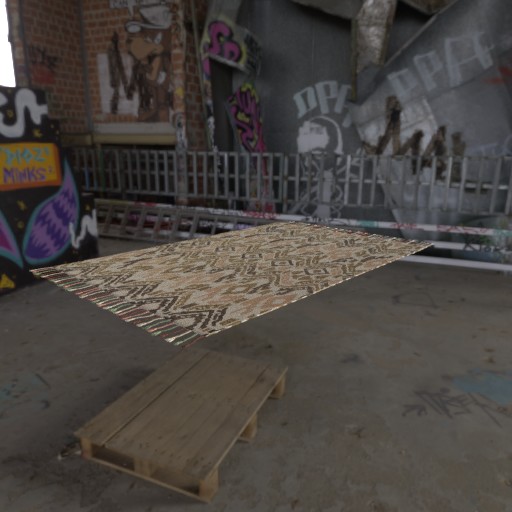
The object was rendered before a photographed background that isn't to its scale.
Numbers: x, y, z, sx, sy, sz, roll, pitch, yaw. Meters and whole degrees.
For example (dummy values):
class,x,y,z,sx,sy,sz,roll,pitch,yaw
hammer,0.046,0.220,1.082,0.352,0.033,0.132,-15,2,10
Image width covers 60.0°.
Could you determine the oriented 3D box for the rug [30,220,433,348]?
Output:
class,x,y,z,sx,sy,sz,roll,pitch,yaw
rug,0.000,0.000,3.045,1.524,0.008,2.438,14,20,42
